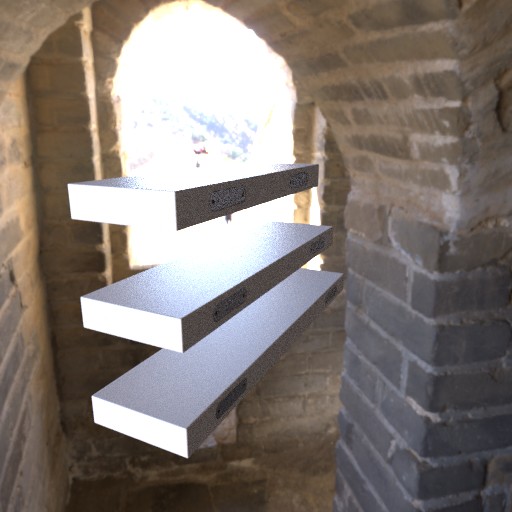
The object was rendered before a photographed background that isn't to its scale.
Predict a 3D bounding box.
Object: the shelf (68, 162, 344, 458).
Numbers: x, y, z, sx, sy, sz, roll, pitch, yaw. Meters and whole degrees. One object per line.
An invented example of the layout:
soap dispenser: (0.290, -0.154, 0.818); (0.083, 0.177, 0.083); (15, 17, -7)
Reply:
shelf: (0.000, 0.000, 0.739); (0.140, 0.293, 0.610); (8, 17, 26)
